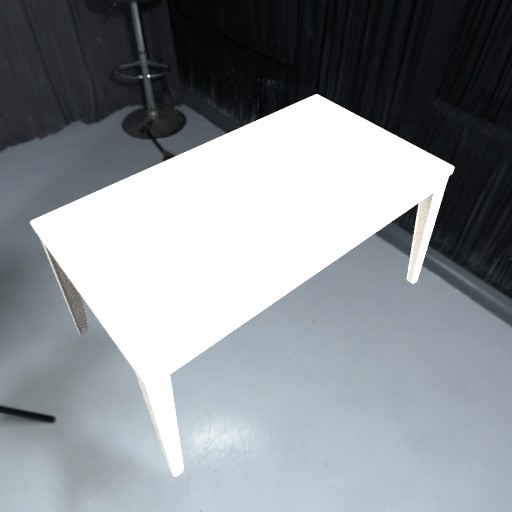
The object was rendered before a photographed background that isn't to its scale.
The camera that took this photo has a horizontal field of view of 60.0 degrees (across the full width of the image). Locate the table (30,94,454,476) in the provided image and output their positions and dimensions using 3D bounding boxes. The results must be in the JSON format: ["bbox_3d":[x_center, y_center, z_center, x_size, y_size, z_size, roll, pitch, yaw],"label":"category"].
[{"bbox_3d":[0.000,0.000,2.076,1.600,0.760,0.900,-32,55,-26],"label":"table"}]
